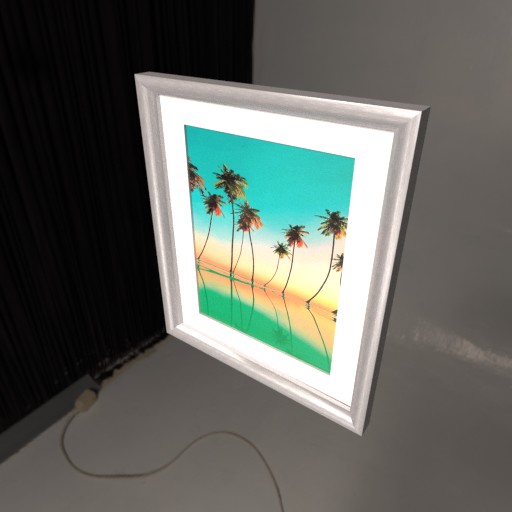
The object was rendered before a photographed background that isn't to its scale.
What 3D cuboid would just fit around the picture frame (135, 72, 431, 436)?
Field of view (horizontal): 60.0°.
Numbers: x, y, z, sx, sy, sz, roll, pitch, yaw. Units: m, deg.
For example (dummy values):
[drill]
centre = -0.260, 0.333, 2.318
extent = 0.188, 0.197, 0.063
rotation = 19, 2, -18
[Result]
[picture frame]
centre = 0.000, 0.000, 0.525
extent = 0.327, 0.378, 0.027
rotation = 20, 36, 30
